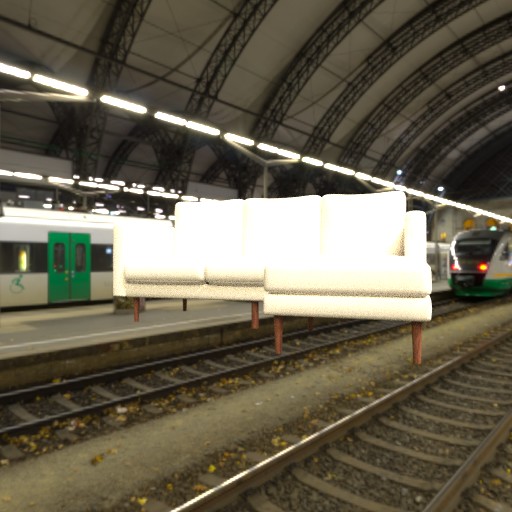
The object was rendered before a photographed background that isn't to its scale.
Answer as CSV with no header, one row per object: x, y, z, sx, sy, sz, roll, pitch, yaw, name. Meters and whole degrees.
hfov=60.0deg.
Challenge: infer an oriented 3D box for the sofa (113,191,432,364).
0.000,0.000,2.821,2.029,0.899,1.580,0,-1,20,sofa
